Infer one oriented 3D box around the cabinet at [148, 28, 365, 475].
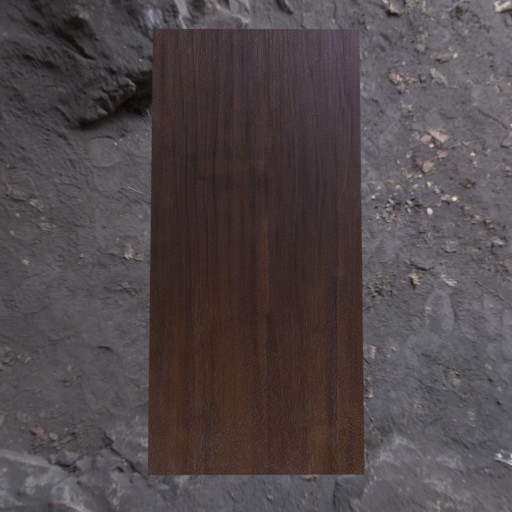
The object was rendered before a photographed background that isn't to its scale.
[{"bbox_3d":[0.000,0.000,1.064,0.354,0.654,0.743,0,87,0],"label":"cabinet"}]
